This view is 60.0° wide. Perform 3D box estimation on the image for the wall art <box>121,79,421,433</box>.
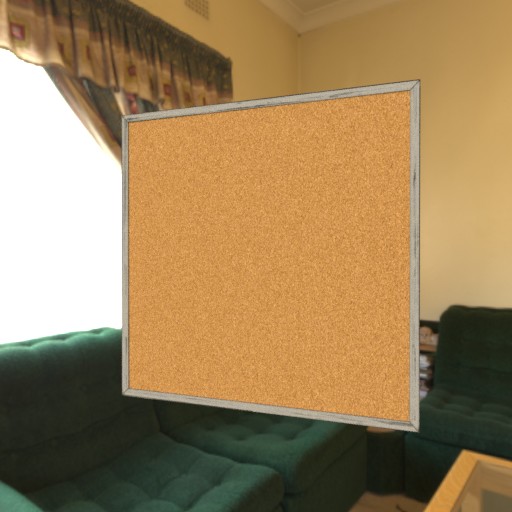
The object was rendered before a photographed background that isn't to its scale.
[{"bbox_3d":[0.000,0.000,1.097,0.761,0.761,0.037,0,0,19],"label":"wall art"}]
